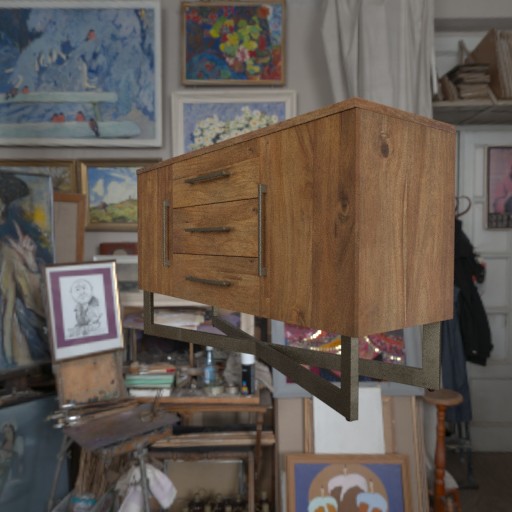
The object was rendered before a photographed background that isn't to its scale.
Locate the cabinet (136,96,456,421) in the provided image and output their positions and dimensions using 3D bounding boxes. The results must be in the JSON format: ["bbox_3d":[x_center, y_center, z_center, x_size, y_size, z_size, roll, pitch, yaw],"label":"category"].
[{"bbox_3d":[0.000,0.000,1.755,0.480,0.812,1.373,-1,2,-37],"label":"cabinet"}]
